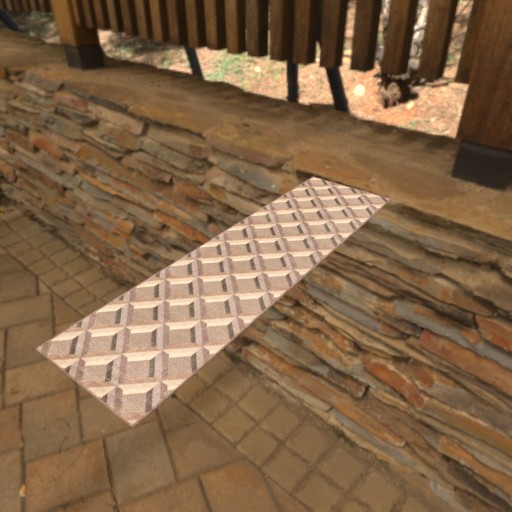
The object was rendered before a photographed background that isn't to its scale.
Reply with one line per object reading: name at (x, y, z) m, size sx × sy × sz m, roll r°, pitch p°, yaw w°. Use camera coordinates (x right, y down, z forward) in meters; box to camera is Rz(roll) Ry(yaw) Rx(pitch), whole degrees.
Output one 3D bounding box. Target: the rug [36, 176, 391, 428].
rug at (0.000, 0.000, 2.660) m, size 0.685 × 0.013 × 2.437 m, roll 23°, pitch 40°, yaw 30°
